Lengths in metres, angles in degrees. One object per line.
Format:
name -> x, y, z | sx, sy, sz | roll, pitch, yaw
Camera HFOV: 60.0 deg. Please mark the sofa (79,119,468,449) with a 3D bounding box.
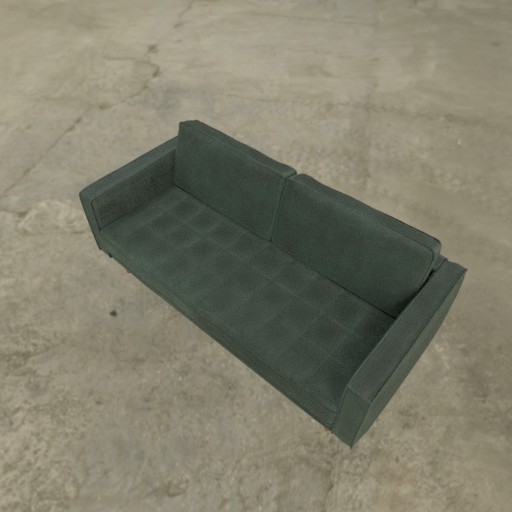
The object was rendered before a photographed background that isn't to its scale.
sofa -> 0.000, 0.000, 2.300 | 1.816, 0.781, 0.886 | 33, 55, 27
